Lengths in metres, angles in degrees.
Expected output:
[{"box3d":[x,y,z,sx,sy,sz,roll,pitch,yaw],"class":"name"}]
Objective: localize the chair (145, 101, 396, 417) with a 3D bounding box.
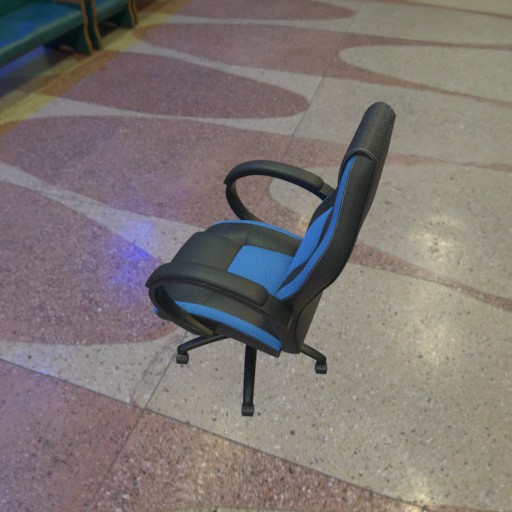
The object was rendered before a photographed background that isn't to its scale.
[{"box3d":[0.000,0.000,1.609,0.724,1.187,0.673,16,48,15],"class":"chair"}]
